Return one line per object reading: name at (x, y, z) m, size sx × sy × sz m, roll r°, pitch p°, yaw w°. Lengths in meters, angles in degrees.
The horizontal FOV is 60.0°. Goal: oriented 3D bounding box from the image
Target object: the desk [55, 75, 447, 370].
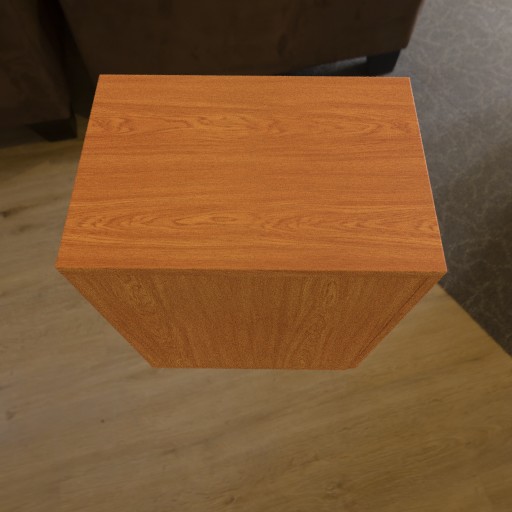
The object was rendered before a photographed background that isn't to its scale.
desk at (0.000, 0.000, 1.080) m, size 0.600 × 0.730 × 0.404 m, roll 1°, pitch 64°, yaw 0°
